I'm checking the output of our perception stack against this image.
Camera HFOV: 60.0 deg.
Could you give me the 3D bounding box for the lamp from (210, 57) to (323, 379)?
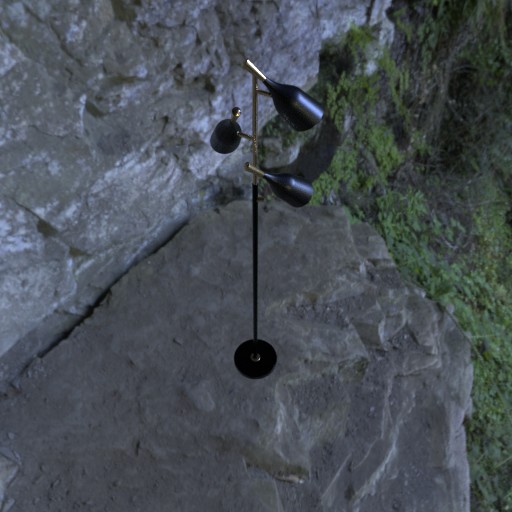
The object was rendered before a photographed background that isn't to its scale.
[{"bbox_3d":[0.000,0.000,1.953,0.434,1.778,0.253,24,51,21],"label":"lamp"}]
